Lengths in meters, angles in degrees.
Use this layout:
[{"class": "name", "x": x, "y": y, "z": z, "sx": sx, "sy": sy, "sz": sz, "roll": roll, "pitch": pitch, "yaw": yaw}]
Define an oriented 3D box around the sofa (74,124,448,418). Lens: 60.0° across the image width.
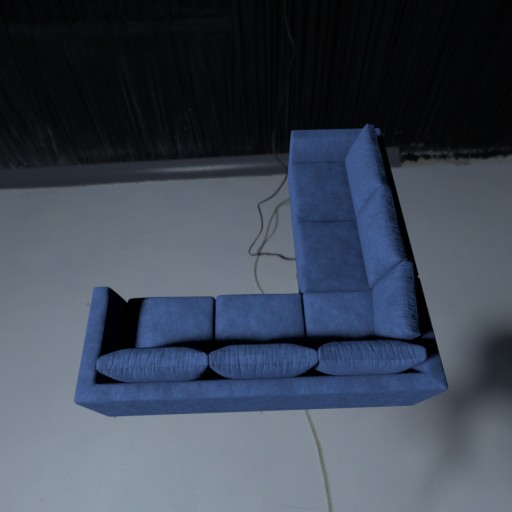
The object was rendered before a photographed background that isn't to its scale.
[{"class": "sofa", "x": 0.000, "y": 0.000, "z": 3.755, "sx": 2.463, "sy": 0.988, "sz": 2.472, "roll": -2, "pitch": 58, "yaw": -1}]
